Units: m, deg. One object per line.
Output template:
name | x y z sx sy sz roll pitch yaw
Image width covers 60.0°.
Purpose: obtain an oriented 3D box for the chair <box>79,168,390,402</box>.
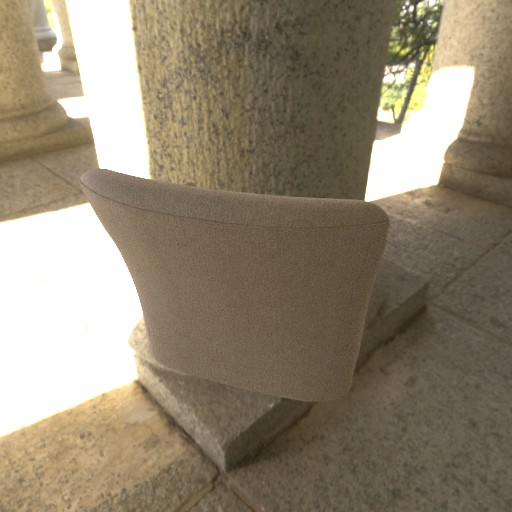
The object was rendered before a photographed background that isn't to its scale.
chair | 0.000 0.000 1.609 0.864 0.856 0.923 9 33 14
